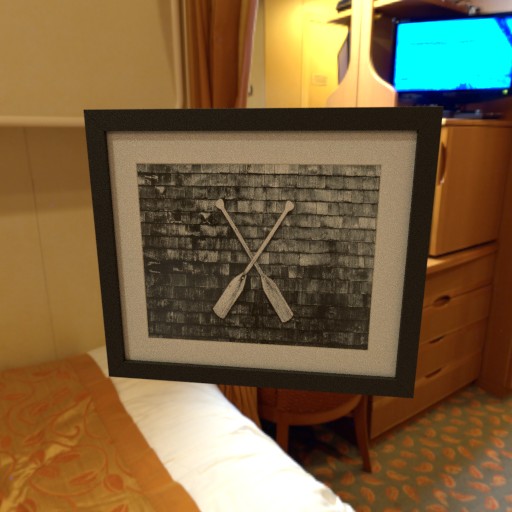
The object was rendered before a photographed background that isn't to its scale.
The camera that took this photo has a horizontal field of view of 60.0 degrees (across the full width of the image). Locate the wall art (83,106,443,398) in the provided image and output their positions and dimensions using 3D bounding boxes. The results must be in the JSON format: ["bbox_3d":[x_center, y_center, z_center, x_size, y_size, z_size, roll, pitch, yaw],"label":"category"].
[{"bbox_3d":[0.000,0.000,0.523,0.381,0.330,0.029,2,15,7],"label":"wall art"}]
